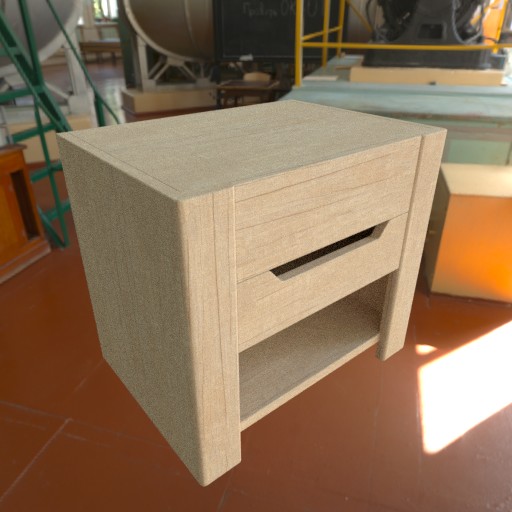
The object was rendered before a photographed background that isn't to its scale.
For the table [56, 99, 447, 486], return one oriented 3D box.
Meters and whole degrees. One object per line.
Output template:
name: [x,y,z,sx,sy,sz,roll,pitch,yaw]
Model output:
table: [0.000,0.000,0.917,0.570,0.510,0.420,-21,35,-34]
